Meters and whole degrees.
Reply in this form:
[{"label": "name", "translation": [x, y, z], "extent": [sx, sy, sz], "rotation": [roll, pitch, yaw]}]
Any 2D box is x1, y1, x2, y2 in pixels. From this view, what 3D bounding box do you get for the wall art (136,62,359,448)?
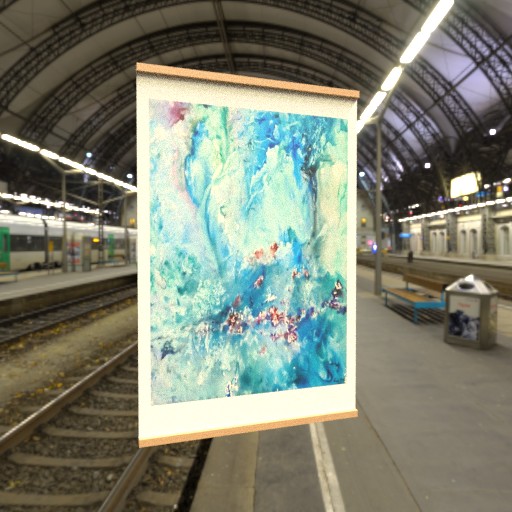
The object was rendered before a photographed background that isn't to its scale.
[{"label": "wall art", "translation": [0.000, 0.000, 1.294], "extent": [0.669, 1.020, 0.027], "rotation": [0, 1, -19]}]
